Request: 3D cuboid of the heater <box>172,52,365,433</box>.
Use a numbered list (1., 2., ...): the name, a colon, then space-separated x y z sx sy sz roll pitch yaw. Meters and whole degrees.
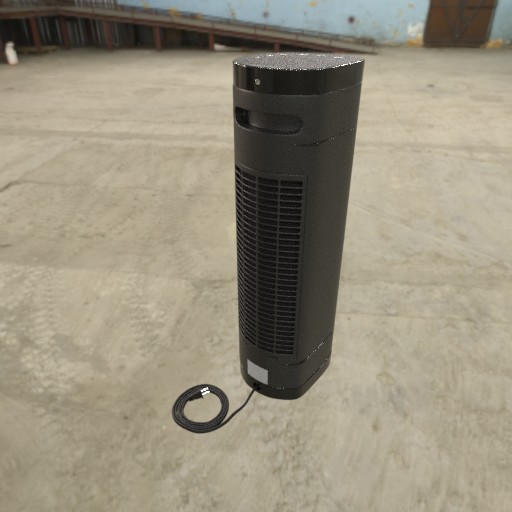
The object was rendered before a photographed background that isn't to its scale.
1. heater: 0.000 0.000 0.689 0.174 0.552 0.312 22 37 32
